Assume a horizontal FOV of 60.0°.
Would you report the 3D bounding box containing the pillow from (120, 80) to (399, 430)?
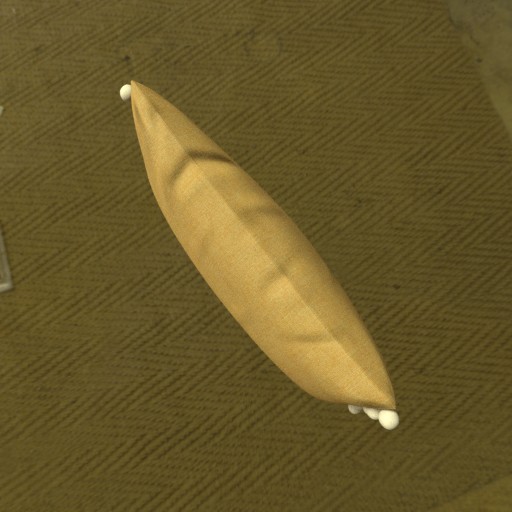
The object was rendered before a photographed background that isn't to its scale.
[{"bbox_3d":[0.000,0.000,0.820,0.201,0.322,0.709,-37,79,-9],"label":"pillow"}]
